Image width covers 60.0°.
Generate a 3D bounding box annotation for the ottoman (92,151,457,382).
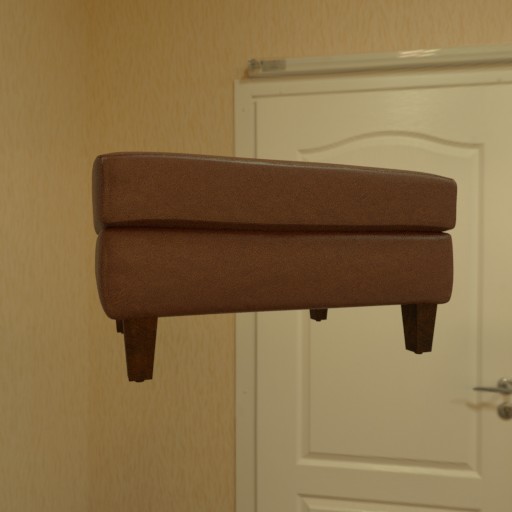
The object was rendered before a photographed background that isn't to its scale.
[{"bbox_3d":[0.000,0.000,1.231,0.851,0.485,0.650,0,1,-20],"label":"ottoman"}]
